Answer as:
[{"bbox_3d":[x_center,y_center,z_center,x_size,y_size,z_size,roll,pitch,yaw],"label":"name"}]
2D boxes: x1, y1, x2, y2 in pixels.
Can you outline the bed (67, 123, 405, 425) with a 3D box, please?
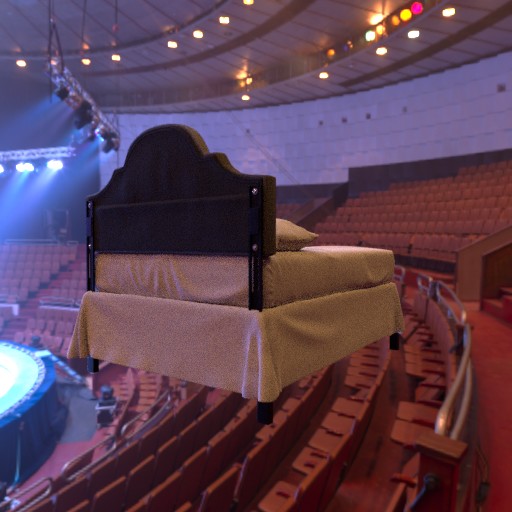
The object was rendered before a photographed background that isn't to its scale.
[{"bbox_3d":[0.000,0.000,3.468,1.780,1.634,2.222,1,2,36],"label":"bed"}]
